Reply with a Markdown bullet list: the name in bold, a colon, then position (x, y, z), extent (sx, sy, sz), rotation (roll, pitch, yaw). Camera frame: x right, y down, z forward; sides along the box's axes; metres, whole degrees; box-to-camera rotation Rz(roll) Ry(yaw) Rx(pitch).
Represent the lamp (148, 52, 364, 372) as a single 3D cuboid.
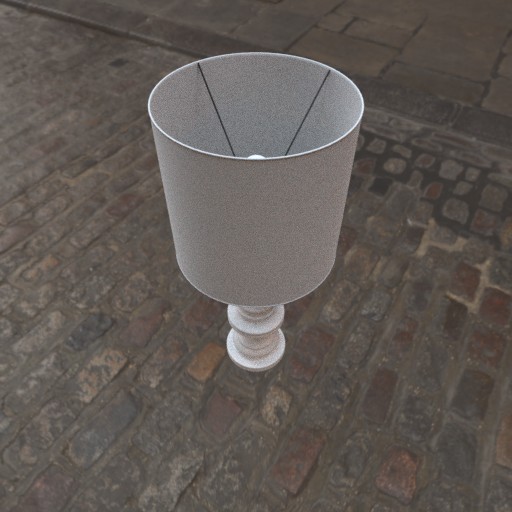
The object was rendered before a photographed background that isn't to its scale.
- **lamp**: position (0.000, 0.000, 0.600), extent (0.208, 0.455, 0.208), rotation (24, 51, 20)
